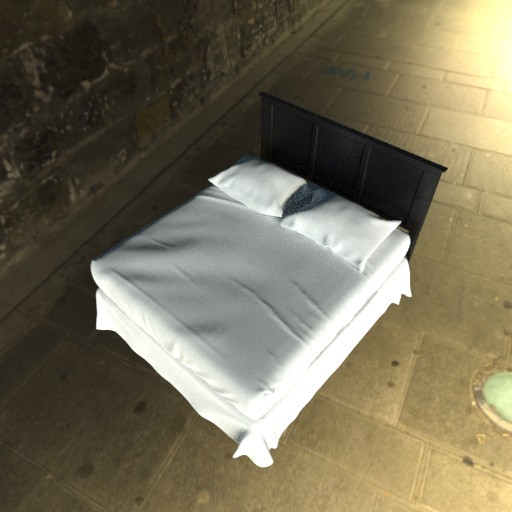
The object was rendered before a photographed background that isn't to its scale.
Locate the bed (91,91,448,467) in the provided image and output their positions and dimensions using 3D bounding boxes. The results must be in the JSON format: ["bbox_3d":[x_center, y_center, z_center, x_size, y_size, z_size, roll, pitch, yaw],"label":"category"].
[{"bbox_3d":[0.000,0.000,3.288,1.870,1.270,2.050,33,55,27],"label":"bed"}]
